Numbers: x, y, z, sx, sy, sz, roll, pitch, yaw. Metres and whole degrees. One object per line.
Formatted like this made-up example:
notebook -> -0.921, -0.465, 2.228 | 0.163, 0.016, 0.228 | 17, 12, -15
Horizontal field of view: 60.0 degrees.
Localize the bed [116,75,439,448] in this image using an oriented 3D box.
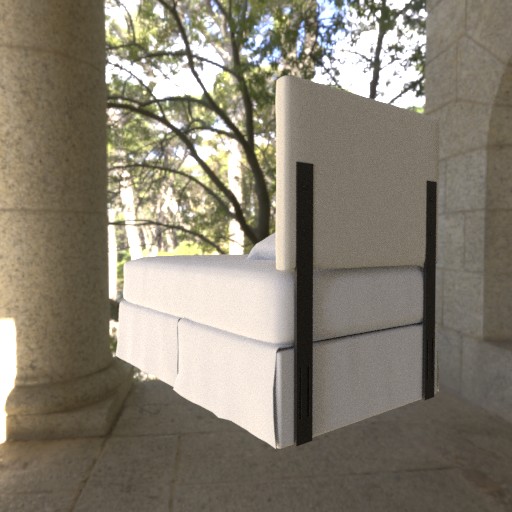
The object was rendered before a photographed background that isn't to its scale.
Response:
bed -> 0.000, 0.000, 2.965 | 1.261, 1.571, 1.997 | -1, 2, -36
